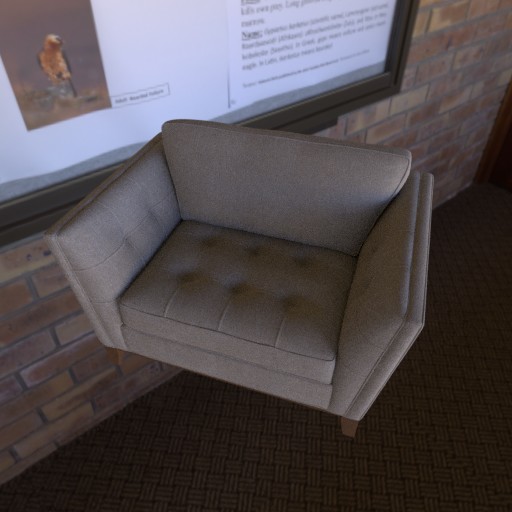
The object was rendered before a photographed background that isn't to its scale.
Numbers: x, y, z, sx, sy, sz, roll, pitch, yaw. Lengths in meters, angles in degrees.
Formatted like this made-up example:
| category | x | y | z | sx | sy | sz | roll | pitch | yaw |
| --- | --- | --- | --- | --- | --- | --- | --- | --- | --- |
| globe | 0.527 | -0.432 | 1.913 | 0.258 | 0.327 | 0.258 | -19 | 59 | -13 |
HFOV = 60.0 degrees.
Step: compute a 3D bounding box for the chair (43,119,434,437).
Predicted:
| category | x | y | z | sx | sy | sz | roll | pitch | yaw |
| --- | --- | --- | --- | --- | --- | --- | --- | --- | --- |
| chair | 0.000 | 0.000 | 2.049 | 1.396 | 0.942 | 0.965 | 13 | 43 | 14 |
